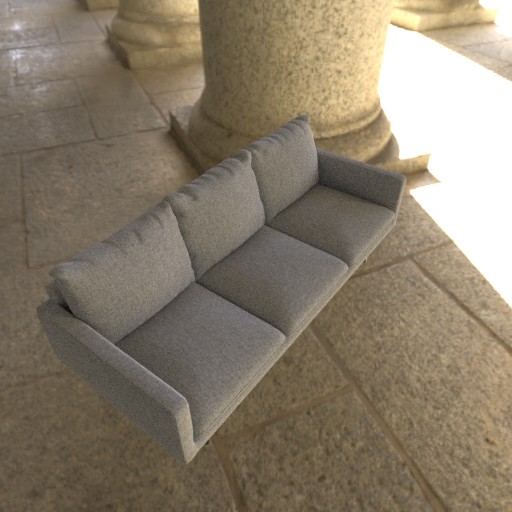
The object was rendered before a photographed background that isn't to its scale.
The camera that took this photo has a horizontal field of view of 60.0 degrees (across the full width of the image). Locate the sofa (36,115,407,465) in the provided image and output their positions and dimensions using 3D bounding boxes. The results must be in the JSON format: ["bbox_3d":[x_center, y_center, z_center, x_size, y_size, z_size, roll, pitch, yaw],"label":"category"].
[{"bbox_3d":[0.000,0.000,2.386,0.850,0.830,2.000,26,47,27],"label":"sofa"}]
